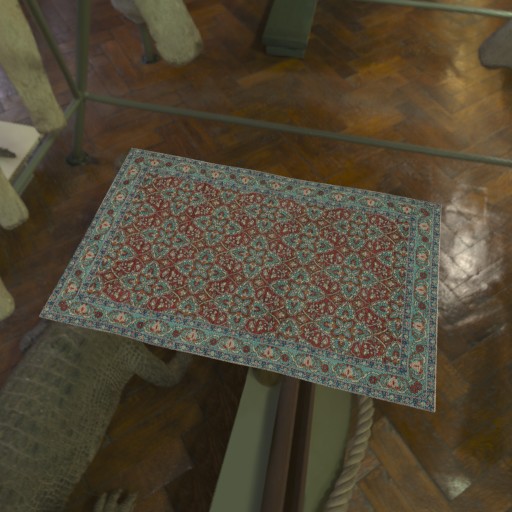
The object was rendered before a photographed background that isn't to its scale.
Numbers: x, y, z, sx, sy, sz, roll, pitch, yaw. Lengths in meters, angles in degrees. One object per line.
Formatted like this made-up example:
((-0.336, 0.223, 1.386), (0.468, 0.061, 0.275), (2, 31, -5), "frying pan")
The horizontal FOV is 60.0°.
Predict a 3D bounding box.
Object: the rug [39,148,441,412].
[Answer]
((0.000, 0.000, 3.028), (2.439, 0.011, 1.533), (12, 59, 7), "rug")
